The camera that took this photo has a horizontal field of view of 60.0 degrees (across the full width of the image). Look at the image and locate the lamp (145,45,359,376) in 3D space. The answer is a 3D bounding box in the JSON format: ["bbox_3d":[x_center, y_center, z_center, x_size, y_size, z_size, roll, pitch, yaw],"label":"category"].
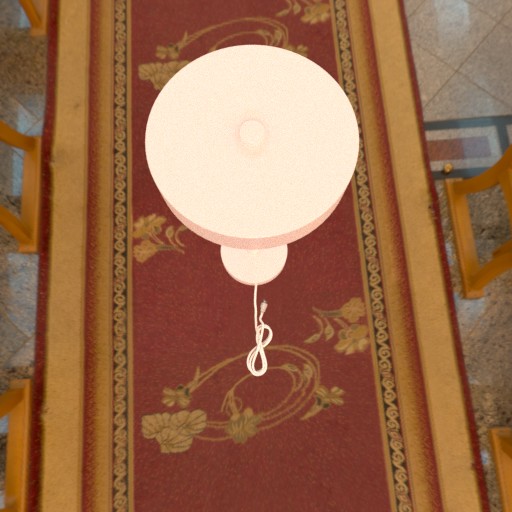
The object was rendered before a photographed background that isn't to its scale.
[{"bbox_3d":[0.000,0.000,0.693,0.229,0.508,0.369,-3,76,-1],"label":"lamp"}]
